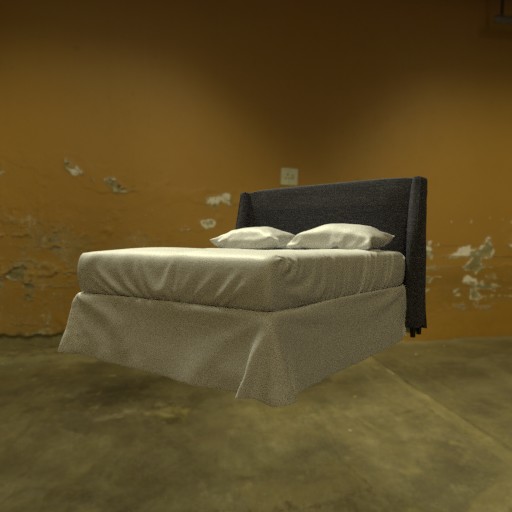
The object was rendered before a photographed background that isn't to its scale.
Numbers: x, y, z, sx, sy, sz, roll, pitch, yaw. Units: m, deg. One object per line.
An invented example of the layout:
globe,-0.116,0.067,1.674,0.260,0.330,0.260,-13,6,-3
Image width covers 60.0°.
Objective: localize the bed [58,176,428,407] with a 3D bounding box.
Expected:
bed,0.000,0.000,3.385,1.925,1.332,2.276,1,2,37
